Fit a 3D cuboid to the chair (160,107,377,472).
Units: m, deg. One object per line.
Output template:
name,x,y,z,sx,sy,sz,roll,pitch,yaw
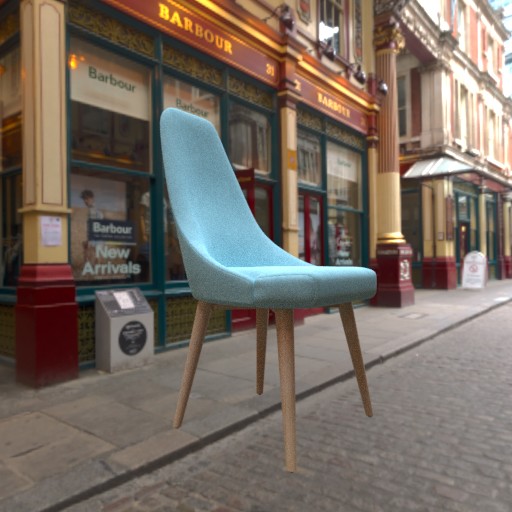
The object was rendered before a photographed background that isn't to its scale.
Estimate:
chair,0.000,0.000,1.421,0.660,1.040,0.510,0,-1,37
